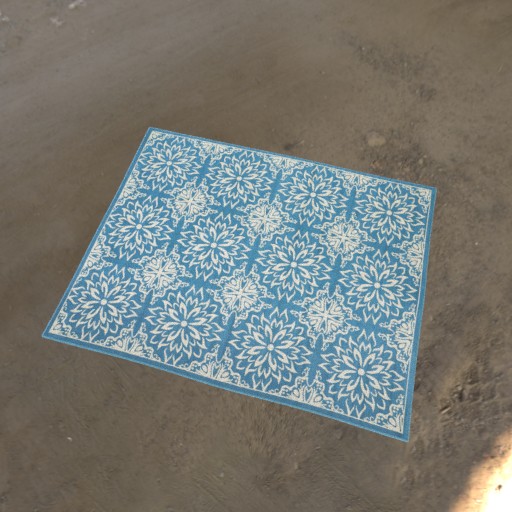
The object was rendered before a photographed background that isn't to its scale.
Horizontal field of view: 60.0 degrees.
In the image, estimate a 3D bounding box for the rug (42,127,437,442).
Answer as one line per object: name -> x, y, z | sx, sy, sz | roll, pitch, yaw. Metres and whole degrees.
rug -> 0.000, 0.000, 3.933 | 2.964, 0.018, 2.350 | 14, 64, 7
